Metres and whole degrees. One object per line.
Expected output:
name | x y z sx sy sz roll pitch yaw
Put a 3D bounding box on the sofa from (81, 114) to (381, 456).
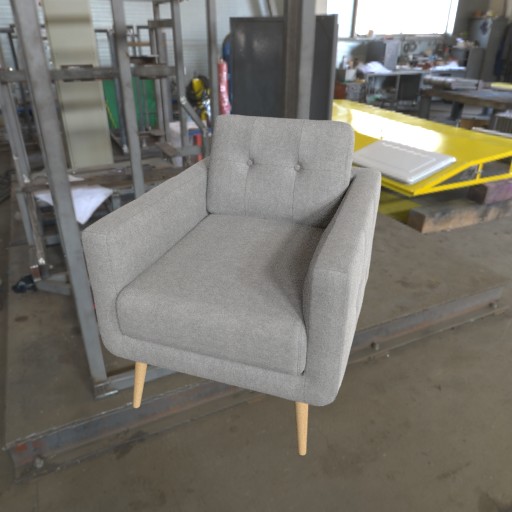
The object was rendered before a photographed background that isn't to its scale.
sofa | 0.000 0.000 1.580 0.770 0.860 0.920 9 29 17
